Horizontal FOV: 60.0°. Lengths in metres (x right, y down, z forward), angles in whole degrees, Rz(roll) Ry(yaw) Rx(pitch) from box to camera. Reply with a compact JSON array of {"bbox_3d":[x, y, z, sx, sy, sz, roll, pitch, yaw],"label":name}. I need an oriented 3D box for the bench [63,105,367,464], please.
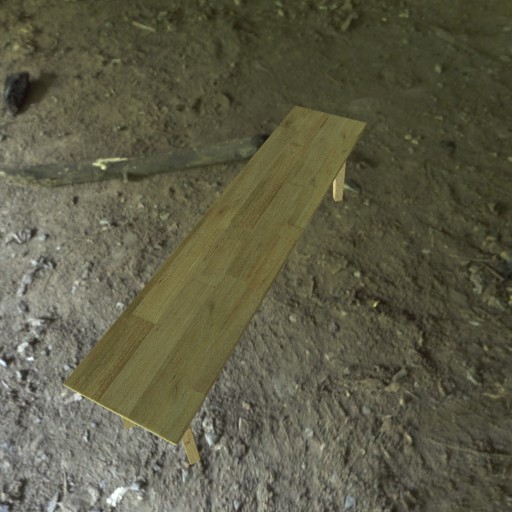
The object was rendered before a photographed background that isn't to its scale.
[{"bbox_3d":[0.000,0.000,1.858,0.378,0.431,1.698,20,51,17],"label":"bench"}]
